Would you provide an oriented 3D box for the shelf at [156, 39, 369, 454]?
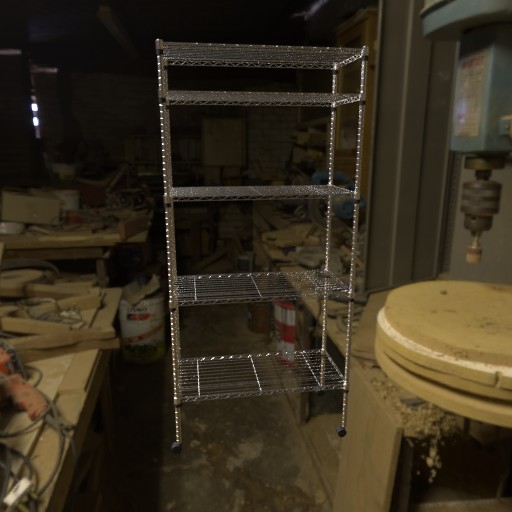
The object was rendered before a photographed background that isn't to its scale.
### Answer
[{"bbox_3d":[0.000,0.000,1.873,0.762,1.587,0.356,-2,15,-8],"label":"shelf"}]
